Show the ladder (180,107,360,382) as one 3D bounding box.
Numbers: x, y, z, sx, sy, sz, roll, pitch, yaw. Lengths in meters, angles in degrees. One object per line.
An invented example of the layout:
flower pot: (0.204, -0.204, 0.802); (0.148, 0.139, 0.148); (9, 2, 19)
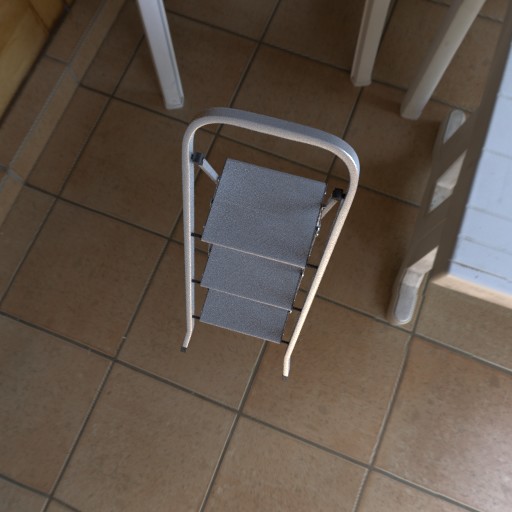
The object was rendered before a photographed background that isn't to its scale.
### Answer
ladder: (0.000, 0.000, 1.412); (0.465, 1.070, 0.704); (15, 76, 4)
